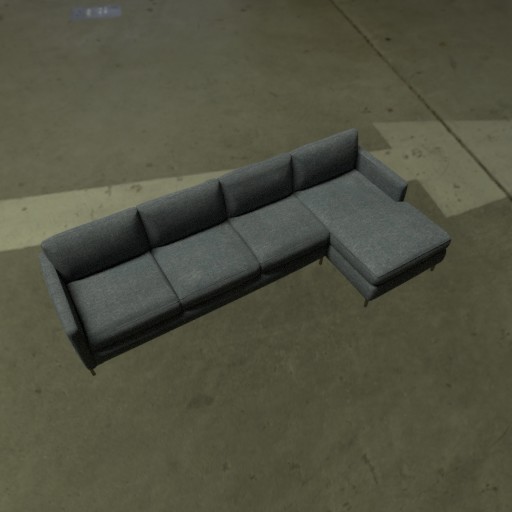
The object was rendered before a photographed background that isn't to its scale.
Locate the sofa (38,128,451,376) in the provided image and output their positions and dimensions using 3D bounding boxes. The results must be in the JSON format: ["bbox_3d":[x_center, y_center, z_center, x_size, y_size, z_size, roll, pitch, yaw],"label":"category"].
[{"bbox_3d":[0.000,0.000,3.447,2.932,0.810,1.350,-24,52,-20],"label":"sofa"}]
